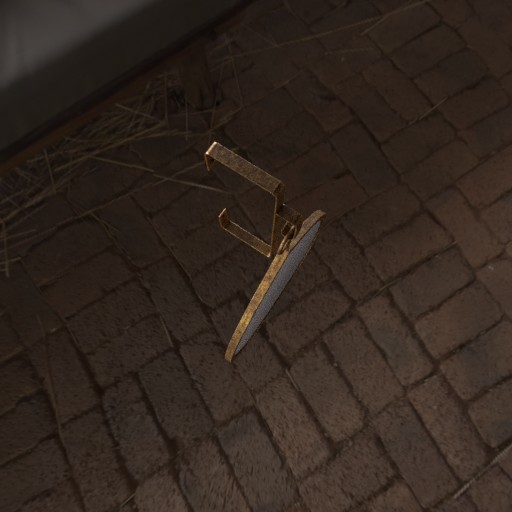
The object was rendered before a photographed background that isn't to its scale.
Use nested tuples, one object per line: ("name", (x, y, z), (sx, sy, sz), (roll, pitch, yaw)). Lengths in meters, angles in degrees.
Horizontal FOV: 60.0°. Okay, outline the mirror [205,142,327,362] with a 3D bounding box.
("mirror", (0.000, 0.000, 0.901), (0.144, 0.744, 0.405), (33, 77, 9))
